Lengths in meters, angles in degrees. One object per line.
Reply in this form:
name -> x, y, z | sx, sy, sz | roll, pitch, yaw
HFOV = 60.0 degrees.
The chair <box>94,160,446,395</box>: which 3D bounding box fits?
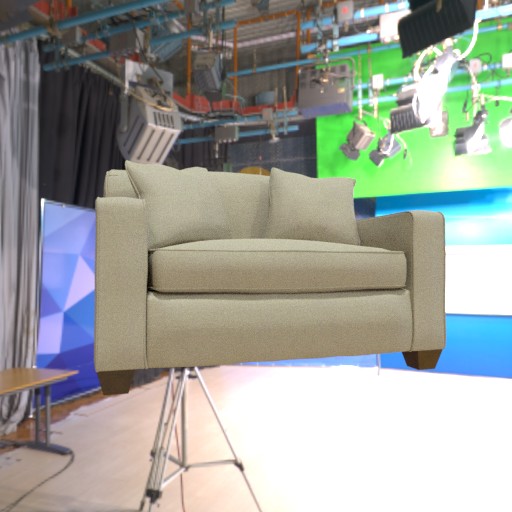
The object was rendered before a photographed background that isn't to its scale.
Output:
chair -> 0.000, 0.000, 2.068 | 1.383, 0.948, 1.000 | 0, -1, -17
